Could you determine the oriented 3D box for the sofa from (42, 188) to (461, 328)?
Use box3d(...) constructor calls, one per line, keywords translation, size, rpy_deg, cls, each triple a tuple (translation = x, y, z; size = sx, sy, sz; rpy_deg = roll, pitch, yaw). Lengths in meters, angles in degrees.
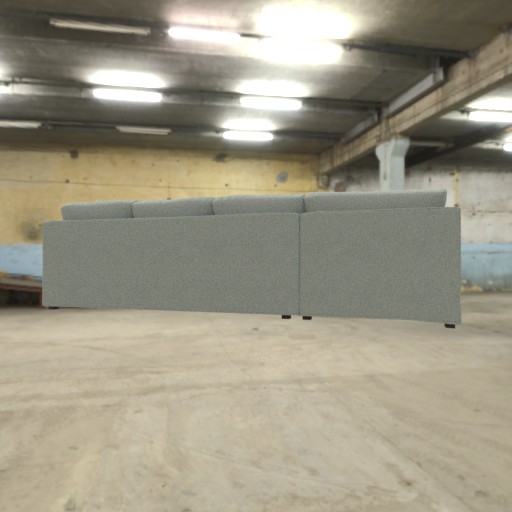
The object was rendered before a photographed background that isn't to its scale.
box3d(translation=(0.000, 0.000, 3.951), size=(3.205, 0.922, 1.650), rpy_deg=(0, -1, 17), cls="sofa")
